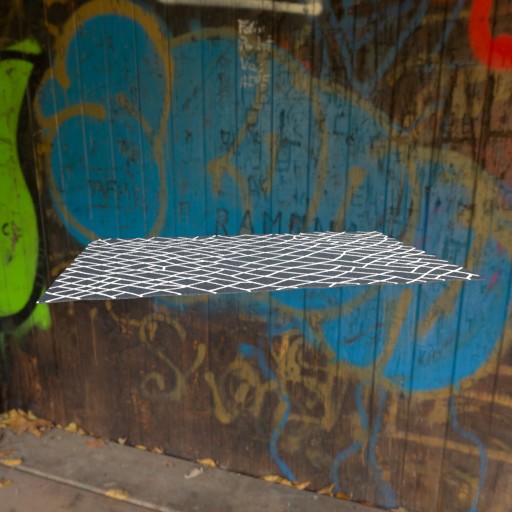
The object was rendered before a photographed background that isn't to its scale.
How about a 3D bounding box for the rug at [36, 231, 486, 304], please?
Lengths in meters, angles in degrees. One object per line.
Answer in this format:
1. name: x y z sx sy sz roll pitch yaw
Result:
1. rug: 0.000 0.000 3.099 2.448 0.017 1.529 -2 14 -9
